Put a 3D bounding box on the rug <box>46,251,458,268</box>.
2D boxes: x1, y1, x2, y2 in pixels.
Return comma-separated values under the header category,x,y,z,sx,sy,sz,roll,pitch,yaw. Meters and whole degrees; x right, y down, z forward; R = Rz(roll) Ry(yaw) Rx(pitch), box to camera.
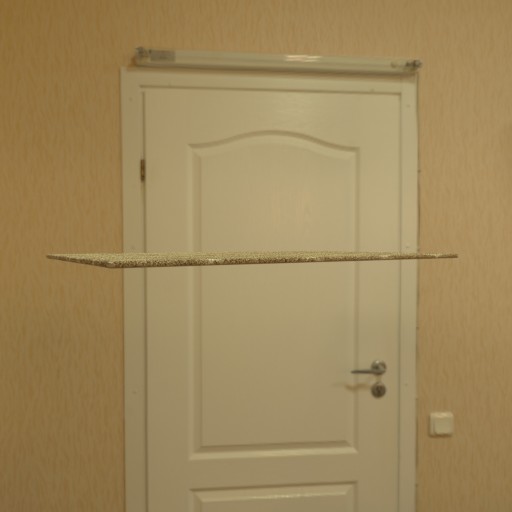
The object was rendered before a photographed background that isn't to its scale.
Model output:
category,x,y,z,sx,sy,sz,roll,pitch,yaw
rug,0.000,0.000,3.078,2.438,0.030,1.524,-1,2,-34
